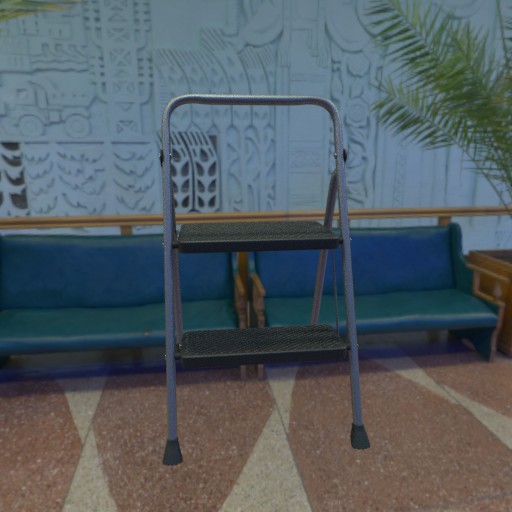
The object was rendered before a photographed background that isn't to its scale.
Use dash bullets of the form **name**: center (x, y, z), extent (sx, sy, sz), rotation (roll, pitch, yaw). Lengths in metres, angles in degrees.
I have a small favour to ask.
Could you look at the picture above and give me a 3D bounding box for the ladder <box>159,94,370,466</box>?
- **ladder**: center (0.000, 0.000, 1.031), extent (0.430, 0.720, 0.472), rotation (-2, 15, -7)
